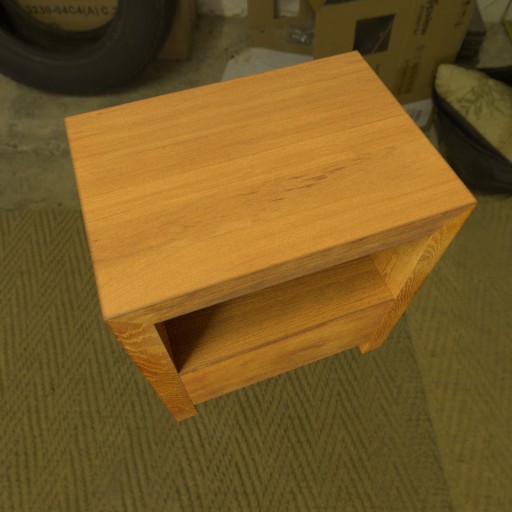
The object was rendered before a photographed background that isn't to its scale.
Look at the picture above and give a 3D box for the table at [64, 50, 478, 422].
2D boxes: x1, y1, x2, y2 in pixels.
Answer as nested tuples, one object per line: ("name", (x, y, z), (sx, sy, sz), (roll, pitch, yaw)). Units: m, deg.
("table", (0.000, 0.000, 0.957), (0.550, 0.605, 0.400), (-17, 60, -10))
